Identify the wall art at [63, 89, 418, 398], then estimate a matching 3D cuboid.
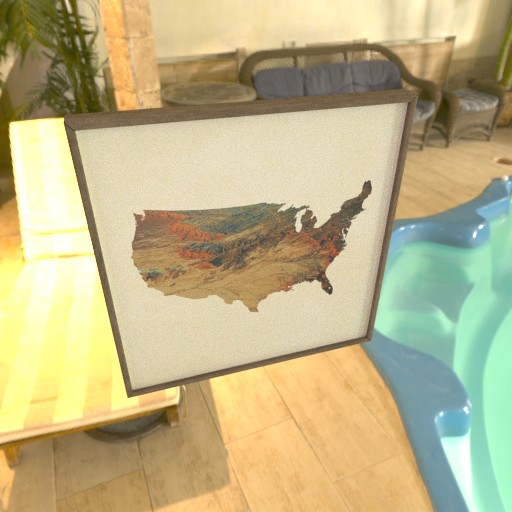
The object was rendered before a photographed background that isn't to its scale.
[{"bbox_3d":[0.000,0.000,1.120,0.749,0.751,0.050,-10,34,-15],"label":"wall art"}]
